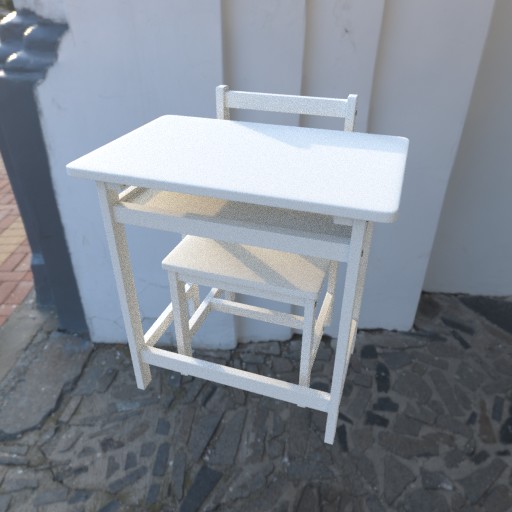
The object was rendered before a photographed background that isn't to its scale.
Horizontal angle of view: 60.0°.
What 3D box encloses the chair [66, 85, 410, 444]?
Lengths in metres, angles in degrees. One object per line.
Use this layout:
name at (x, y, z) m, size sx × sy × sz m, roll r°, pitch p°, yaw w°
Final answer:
chair at (0.000, 0.000, 1.061) m, size 0.599 × 0.673 × 0.461 m, roll 10°, pitch 34°, yaw 16°
